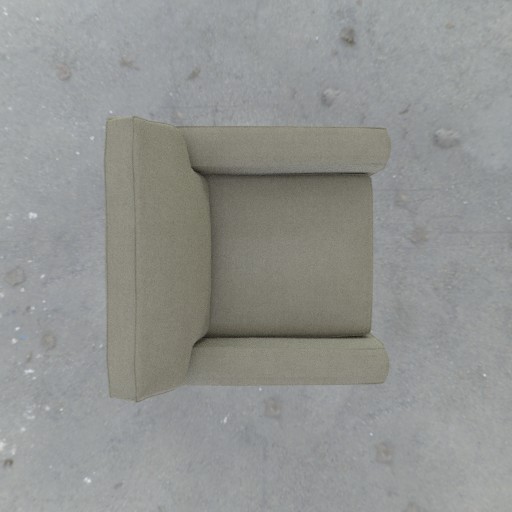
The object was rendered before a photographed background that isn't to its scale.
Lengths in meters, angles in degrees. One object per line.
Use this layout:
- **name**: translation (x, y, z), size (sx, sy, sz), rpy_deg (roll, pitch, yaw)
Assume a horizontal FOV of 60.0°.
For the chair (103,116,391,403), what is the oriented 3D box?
- **chair**: translation (0.000, 0.000, 1.822), size (1.044, 0.934, 0.999), rpy_deg (0, 92, -1)
